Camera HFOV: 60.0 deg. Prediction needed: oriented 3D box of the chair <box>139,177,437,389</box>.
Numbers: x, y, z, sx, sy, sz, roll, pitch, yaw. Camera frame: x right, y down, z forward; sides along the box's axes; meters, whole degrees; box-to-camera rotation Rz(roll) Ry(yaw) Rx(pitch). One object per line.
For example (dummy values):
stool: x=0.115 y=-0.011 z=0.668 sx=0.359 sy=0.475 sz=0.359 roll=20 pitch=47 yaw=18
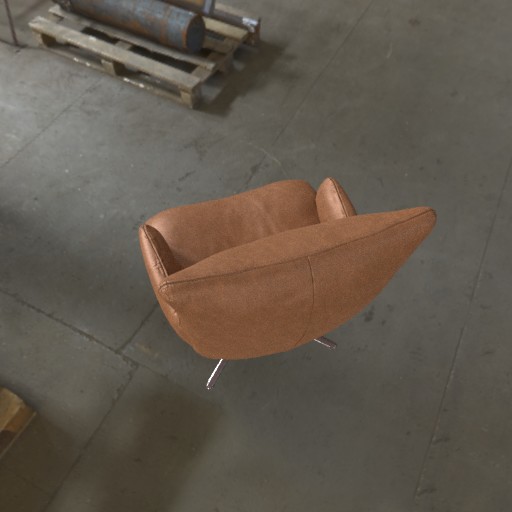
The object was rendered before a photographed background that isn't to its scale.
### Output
chair: x=0.000 y=0.000 z=1.492 sx=0.711 sy=1.027 sz=0.794 roll=-16 pitch=59 yaw=-10
